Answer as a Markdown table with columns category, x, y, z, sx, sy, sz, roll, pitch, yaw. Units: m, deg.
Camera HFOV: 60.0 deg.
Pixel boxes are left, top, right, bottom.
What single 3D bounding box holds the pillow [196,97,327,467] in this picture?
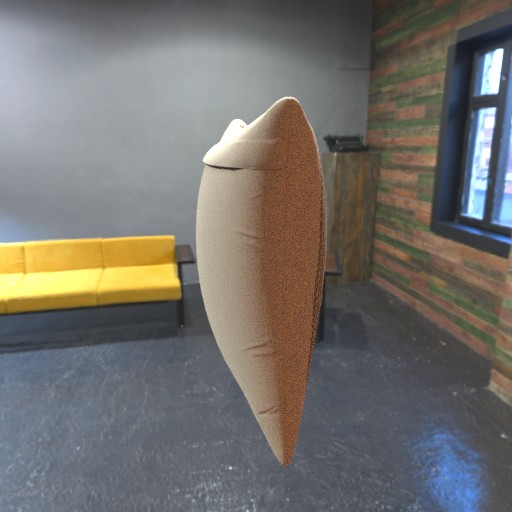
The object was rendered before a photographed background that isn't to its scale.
| category | x | y | z | sx | sy | sz | roll | pitch | yaw |
| --- | --- | --- | --- | --- | --- | --- | --- | --- | --- |
| pillow | 0.000 | 0.000 | 0.651 | 0.173 | 0.406 | 0.405 | -2 | 14 | -9 |
